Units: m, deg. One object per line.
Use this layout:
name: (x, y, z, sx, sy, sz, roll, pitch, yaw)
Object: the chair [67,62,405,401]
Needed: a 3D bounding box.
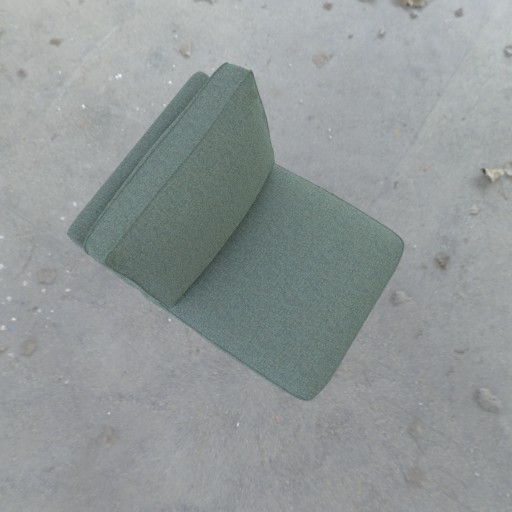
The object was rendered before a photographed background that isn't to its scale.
chair: (0.000, 0.000, 1.445, 0.796, 0.901, 0.624, 32, 77, 8)
